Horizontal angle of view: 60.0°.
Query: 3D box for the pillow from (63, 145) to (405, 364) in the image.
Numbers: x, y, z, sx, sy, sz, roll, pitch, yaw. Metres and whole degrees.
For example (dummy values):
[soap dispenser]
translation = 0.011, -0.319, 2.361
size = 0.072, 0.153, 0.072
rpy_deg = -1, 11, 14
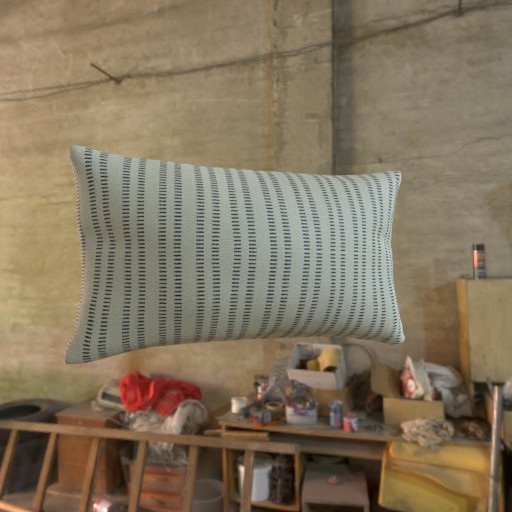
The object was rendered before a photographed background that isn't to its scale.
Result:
[pillow]
translation = 0.000, 0.000, 0.800
size = 0.640, 0.353, 0.210
rpy_deg = 1, -2, -18
